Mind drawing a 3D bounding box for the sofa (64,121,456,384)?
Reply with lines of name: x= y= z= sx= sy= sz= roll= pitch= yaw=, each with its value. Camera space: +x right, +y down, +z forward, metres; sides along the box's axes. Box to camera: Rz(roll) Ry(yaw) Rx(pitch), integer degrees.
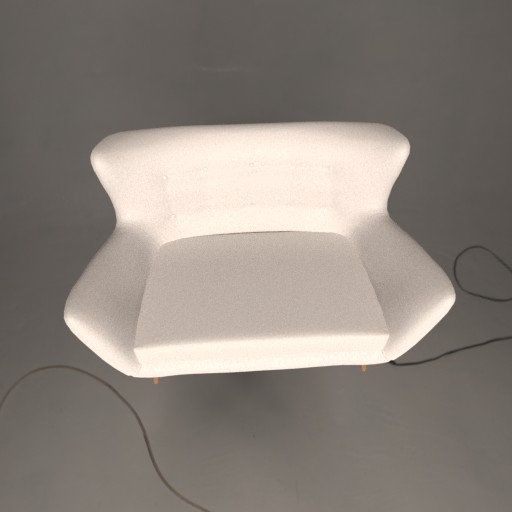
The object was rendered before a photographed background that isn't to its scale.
sofa: x=0.000 y=0.000 z=1.985 sx=1.424 sy=0.878 sz=0.921 roll=-3 pitch=46 yaw=-3
